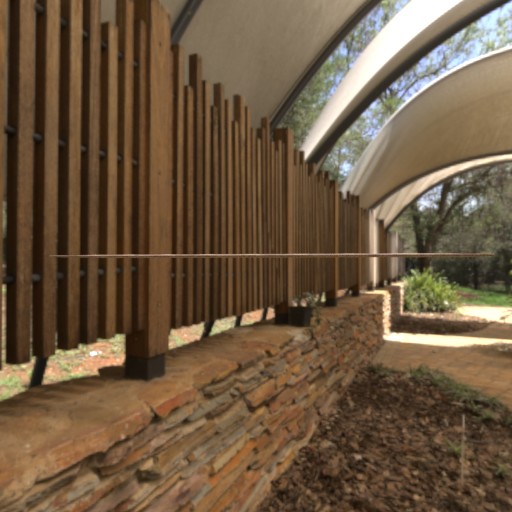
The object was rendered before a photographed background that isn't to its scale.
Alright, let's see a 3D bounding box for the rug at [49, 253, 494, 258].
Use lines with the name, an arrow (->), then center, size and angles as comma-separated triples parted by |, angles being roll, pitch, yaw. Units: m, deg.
rug -> 0.000, 0.000, 2.658 | 2.437, 0.013, 0.685 | 0, -1, 18
